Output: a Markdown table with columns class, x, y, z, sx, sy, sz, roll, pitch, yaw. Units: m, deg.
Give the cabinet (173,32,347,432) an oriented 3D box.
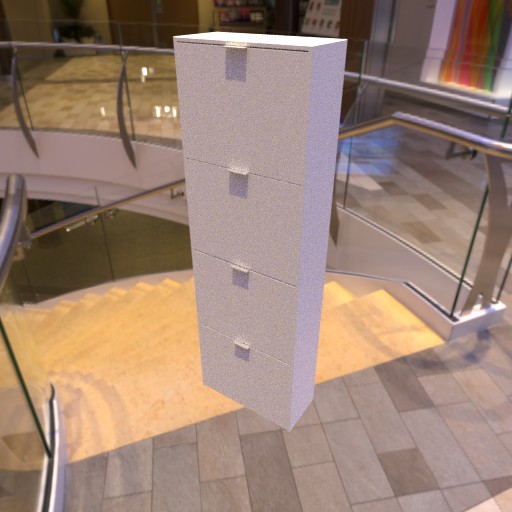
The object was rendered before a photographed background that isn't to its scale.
| class | x | y | z | sx | sy | sz | roll | pitch | yaw |
| --- | --- | --- | --- | --- | --- | --- | --- | --- | --- |
| cabinet | 0.000 | 0.000 | 1.842 | 0.520 | 1.630 | 0.255 | 19 | 36 | 29 |
